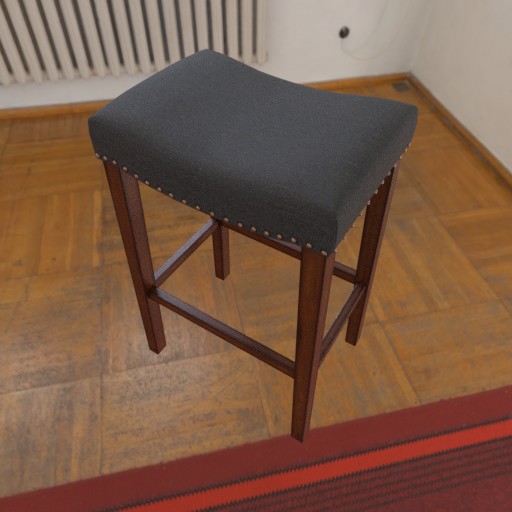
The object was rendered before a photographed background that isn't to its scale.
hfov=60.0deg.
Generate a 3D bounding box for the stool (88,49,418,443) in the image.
[{"bbox_3d":[0.000,0.000,1.028,0.502,0.760,0.366,25,52,21],"label":"stool"}]
